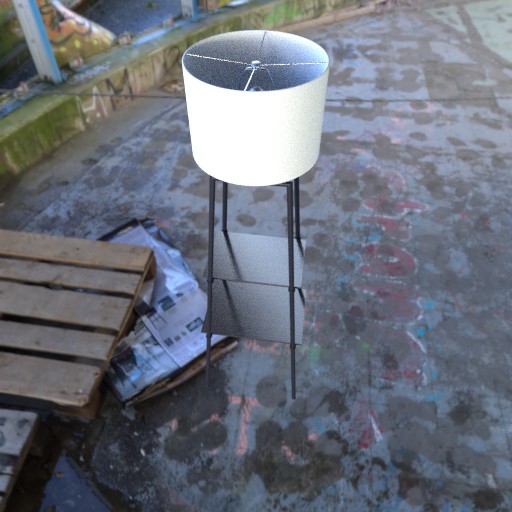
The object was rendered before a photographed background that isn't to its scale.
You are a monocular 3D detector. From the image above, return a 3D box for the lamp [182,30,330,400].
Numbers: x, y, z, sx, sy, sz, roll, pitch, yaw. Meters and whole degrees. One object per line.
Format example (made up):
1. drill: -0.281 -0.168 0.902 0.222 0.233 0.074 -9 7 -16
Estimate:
1. lamp: 0.000 0.000 1.666 0.427 1.474 0.384 6 47 6
